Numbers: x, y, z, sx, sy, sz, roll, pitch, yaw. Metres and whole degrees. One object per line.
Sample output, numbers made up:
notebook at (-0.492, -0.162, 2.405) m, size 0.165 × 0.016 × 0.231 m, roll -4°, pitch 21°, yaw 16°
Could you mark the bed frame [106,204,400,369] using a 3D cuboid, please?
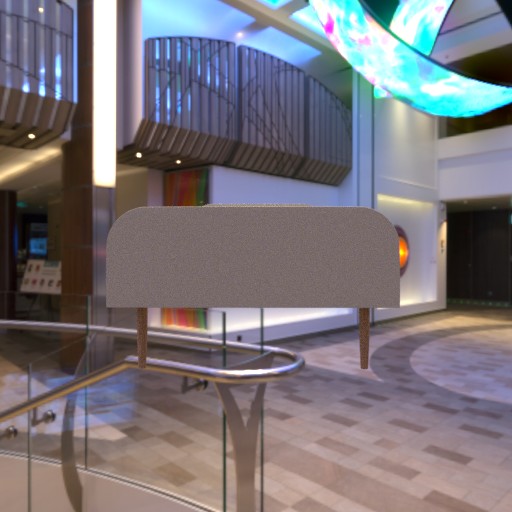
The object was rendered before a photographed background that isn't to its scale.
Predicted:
bed frame at (0.000, 0.000, 2.484) m, size 0.998 × 0.805 × 1.963 m, roll 0°, pitch 0°, yaw 1°
